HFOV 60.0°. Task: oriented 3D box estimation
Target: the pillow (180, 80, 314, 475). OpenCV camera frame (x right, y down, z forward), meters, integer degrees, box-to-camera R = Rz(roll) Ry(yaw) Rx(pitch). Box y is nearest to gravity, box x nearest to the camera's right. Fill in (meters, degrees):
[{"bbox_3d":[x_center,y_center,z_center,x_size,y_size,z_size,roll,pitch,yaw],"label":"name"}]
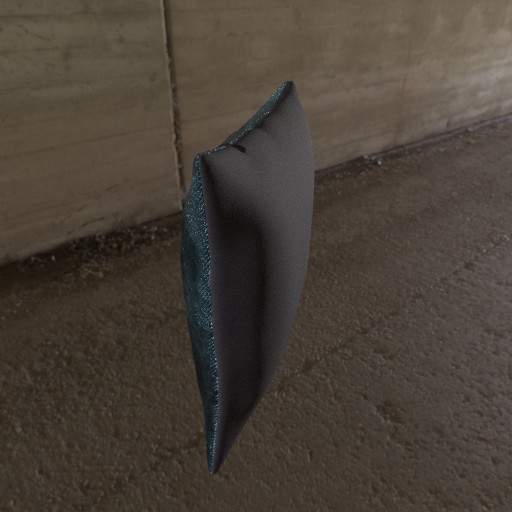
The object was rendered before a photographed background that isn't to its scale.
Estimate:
[{"bbox_3d":[0.000,0.000,0.649,0.138,0.430,0.436,8,32,12],"label":"pillow"}]
